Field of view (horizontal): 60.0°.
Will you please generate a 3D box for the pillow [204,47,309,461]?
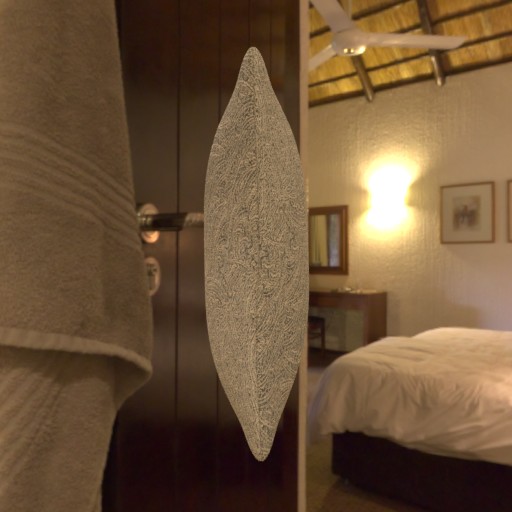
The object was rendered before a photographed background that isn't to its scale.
[{"bbox_3d":[0.000,0.000,0.792,0.166,0.510,0.523,0,-1,0],"label":"pillow"}]
